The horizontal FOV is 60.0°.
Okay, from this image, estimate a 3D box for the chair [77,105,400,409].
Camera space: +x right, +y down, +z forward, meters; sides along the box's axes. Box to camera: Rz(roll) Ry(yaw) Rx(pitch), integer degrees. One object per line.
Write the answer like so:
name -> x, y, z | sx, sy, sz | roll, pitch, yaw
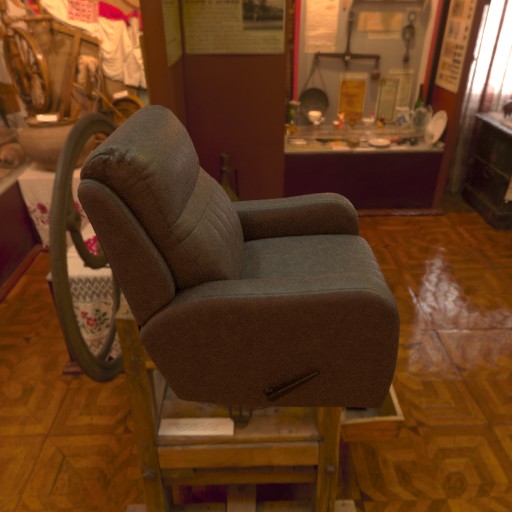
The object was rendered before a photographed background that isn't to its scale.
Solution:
chair -> 0.000, 0.000, 1.785 | 1.067, 1.067, 0.865 | 0, 31, 0
